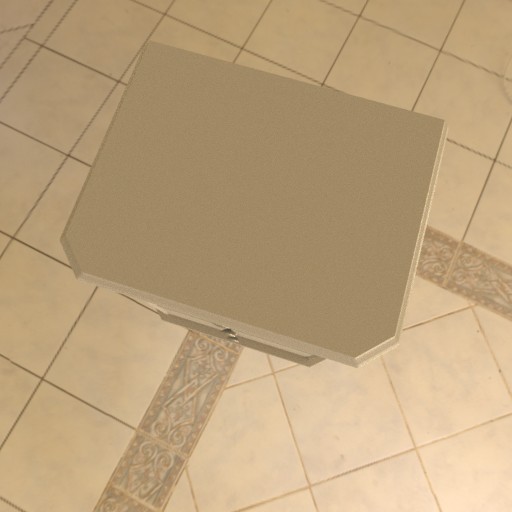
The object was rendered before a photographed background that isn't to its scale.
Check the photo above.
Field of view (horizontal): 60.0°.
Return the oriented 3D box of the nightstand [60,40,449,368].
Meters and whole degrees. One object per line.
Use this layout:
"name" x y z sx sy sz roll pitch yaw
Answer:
"nightstand" 0.000 0.000 0.903 0.450 0.680 0.350 17 76 4
